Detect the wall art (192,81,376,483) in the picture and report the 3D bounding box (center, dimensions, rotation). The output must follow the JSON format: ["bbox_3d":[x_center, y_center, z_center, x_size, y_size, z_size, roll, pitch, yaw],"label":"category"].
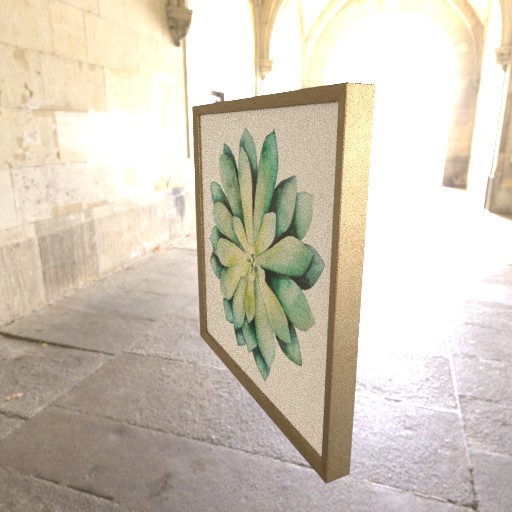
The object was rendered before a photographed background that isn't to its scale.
[{"bbox_3d":[0.000,0.000,0.753,0.040,0.506,0.503,-8,17,-25],"label":"wall art"}]
